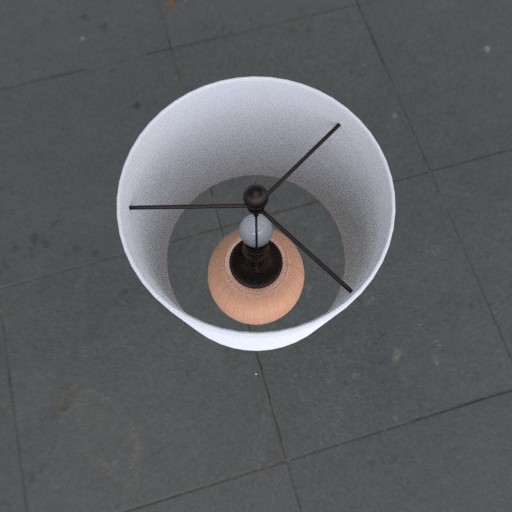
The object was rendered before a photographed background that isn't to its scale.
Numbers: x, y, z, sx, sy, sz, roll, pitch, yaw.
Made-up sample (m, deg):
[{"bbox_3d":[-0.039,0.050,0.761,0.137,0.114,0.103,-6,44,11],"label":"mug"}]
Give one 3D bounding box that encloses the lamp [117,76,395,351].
[{"bbox_3d":[0.000,0.000,0.784,0.329,0.570,0.329,0,75,0],"label":"lamp"}]
